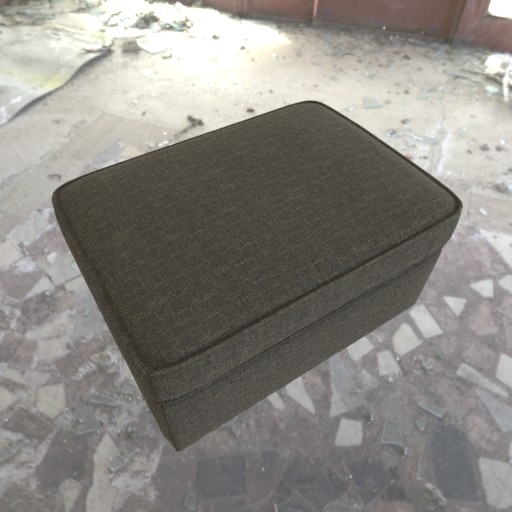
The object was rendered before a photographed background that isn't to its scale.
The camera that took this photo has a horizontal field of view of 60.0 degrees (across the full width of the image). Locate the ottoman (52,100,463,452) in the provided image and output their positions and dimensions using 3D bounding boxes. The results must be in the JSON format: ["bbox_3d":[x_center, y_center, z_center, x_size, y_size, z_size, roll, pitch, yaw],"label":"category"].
[{"bbox_3d":[0.000,0.000,1.071,0.749,0.450,0.549,-26,53,-21],"label":"ottoman"}]
